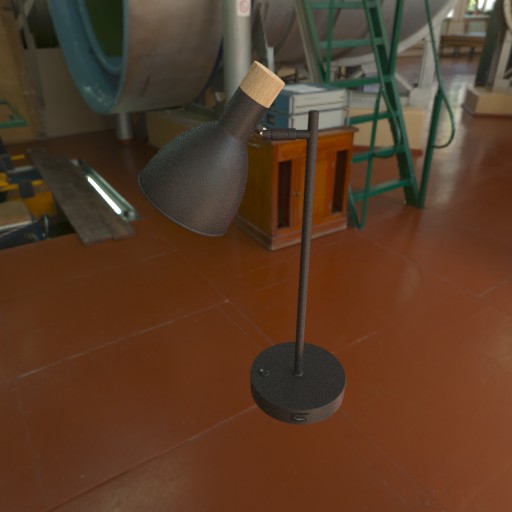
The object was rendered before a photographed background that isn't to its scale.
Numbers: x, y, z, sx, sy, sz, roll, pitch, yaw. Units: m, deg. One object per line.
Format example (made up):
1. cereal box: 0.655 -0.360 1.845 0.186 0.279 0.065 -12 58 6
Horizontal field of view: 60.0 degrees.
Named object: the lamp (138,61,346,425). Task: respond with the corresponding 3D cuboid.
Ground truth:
1. lamp: 0.000 0.000 0.597 0.287 0.483 0.152 1 29 1
